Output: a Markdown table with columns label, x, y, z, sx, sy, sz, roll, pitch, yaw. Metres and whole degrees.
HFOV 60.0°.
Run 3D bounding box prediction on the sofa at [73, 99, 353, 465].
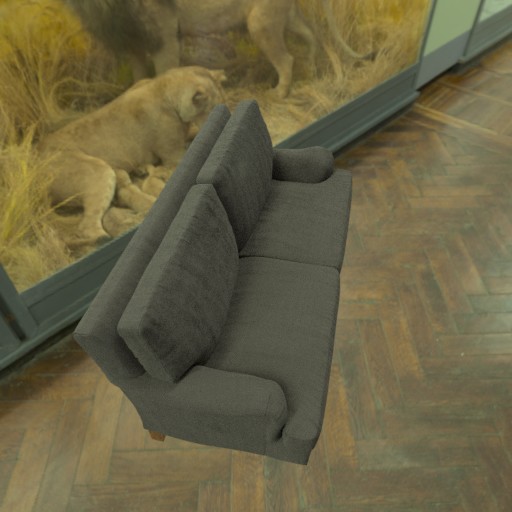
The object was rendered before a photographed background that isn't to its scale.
| label | x | y | z | sx | sy | sz | roll | pitch | yaw |
| --- | --- | --- | --- | --- | --- | --- | --- | --- | --- |
| sofa | 0.000 | 0.000 | 2.758 | 1.086 | 1.087 | 2.165 | 9 | 46 | 9 |
